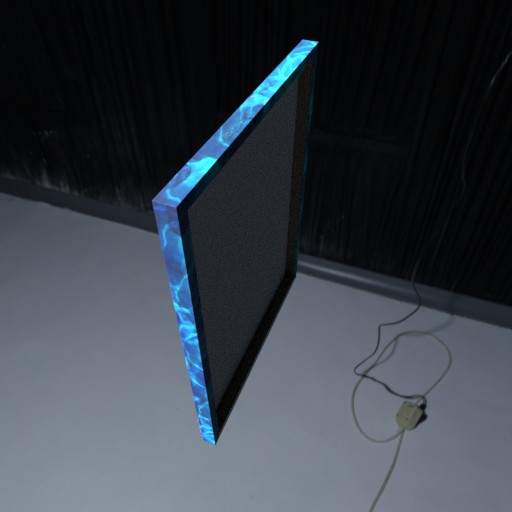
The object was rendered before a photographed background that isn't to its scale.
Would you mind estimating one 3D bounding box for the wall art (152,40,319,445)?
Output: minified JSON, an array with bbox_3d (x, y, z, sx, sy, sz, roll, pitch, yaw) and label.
[{"bbox_3d":[0.000,0.000,1.035,0.038,0.760,0.609,17,48,16],"label":"wall art"}]
